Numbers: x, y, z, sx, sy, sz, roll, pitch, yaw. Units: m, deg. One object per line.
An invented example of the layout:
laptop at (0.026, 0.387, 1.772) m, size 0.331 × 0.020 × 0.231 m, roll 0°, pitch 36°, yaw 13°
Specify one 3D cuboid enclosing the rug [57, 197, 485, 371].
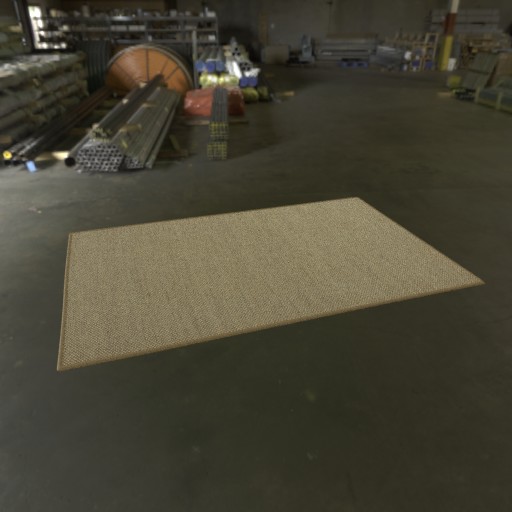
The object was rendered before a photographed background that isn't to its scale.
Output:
rug at (0.000, 0.000, 2.058) m, size 1.667 × 0.013 × 1.062 m, roll -9°, pitch 29°, yaw -16°
